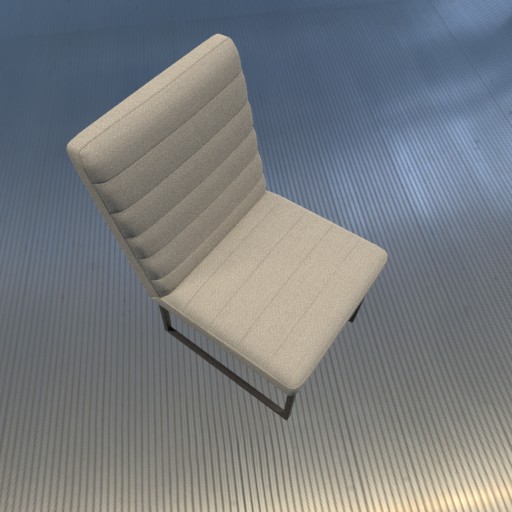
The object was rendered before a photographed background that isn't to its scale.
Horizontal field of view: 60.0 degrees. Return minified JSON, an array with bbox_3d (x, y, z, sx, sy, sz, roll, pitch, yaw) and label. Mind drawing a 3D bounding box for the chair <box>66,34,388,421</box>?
[{"bbox_3d":[0.000,0.000,1.297,0.634,0.930,0.520,32,63,19],"label":"chair"}]
